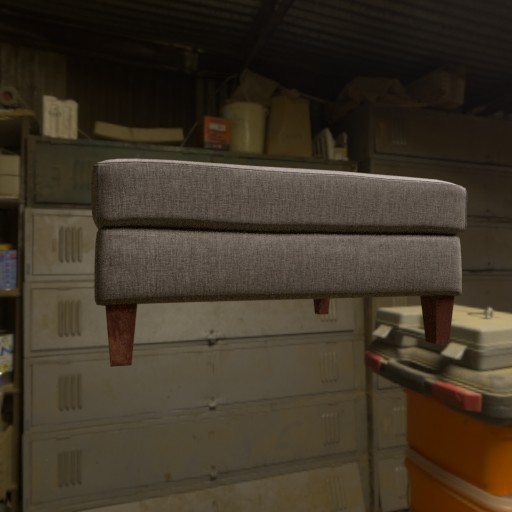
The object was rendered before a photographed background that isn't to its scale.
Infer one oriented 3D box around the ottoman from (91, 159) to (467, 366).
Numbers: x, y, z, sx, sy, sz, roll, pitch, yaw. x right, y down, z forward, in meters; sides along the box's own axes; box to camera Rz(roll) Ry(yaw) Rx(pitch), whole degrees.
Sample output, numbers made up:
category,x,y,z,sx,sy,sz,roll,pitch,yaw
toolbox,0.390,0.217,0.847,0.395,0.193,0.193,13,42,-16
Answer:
category,x,y,z,sx,sy,sz,roll,pitch,yaw
ottoman,0.000,0.000,1.462,0.994,0.492,0.839,0,-1,-18
